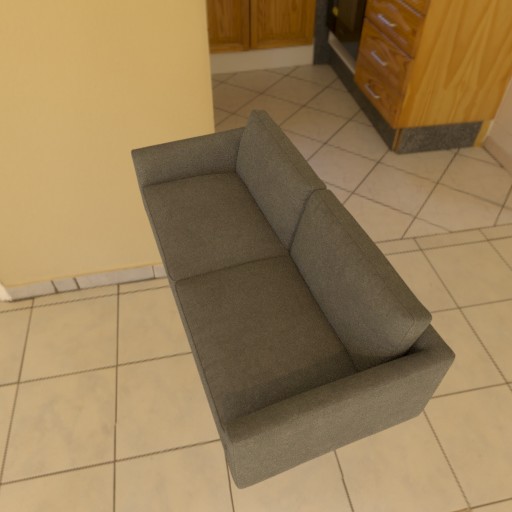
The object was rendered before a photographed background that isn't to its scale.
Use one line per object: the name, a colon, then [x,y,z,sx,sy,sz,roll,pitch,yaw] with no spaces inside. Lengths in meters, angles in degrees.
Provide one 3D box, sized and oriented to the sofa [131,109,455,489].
sofa: [0.000,0.000,2.734,1.092,0.838,2.257,-15,48,-14]
